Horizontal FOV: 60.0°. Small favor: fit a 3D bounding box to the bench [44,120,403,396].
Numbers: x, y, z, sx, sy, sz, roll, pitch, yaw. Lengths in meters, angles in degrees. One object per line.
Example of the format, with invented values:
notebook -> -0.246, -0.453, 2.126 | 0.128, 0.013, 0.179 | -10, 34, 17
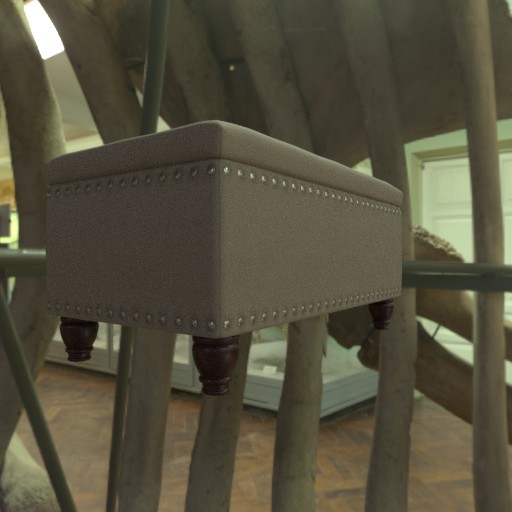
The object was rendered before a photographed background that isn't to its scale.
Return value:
bench -> 0.000, 0.000, 1.166 | 0.500, 0.449, 0.887 | 0, 0, 36
